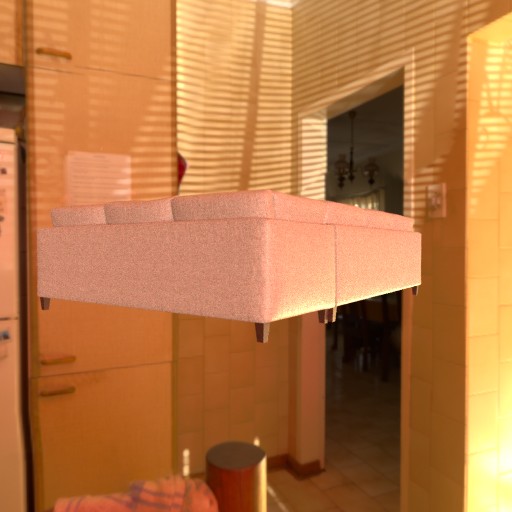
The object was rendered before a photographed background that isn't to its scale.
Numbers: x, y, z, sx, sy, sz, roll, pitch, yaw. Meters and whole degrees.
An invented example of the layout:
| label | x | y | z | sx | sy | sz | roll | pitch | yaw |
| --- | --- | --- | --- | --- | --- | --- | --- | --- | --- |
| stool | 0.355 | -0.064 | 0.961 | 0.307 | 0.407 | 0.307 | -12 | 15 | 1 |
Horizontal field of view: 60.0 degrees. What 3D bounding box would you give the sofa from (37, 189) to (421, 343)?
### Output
| label | x | y | z | sx | sy | sz | roll | pitch | yaw |
| --- | --- | --- | --- | --- | --- | --- | --- | --- | --- |
| sofa | 0.000 | 0.000 | 4.578 | 2.522 | 0.934 | 3.333 | 1 | 1 | 35 |
